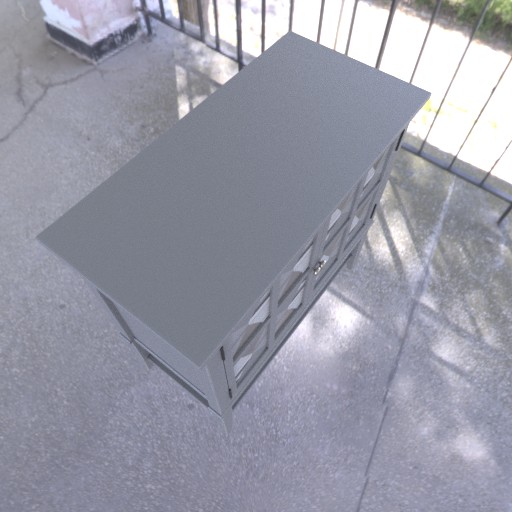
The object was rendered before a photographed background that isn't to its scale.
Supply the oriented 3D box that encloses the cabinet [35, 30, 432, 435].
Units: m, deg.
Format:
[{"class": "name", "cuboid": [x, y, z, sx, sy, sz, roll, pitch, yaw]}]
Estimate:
[{"class": "cabinet", "cuboid": [0.000, 0.000, 1.237, 0.396, 0.780, 0.801, 33, 64, 18]}]
